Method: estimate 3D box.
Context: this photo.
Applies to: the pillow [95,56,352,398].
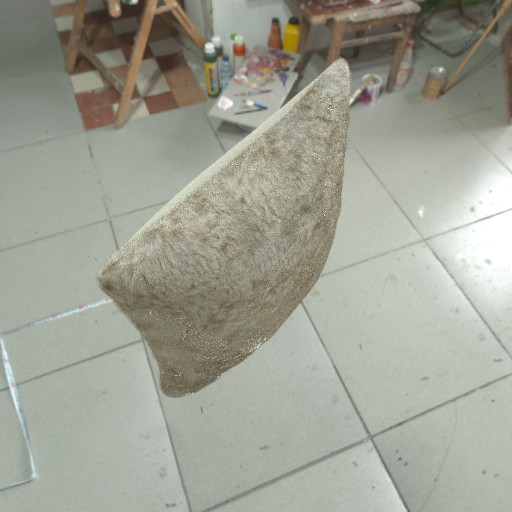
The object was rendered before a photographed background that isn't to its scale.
[{"bbox_3d":[0.000,0.000,0.816,0.216,0.525,0.538,34,63,20],"label":"pillow"}]
